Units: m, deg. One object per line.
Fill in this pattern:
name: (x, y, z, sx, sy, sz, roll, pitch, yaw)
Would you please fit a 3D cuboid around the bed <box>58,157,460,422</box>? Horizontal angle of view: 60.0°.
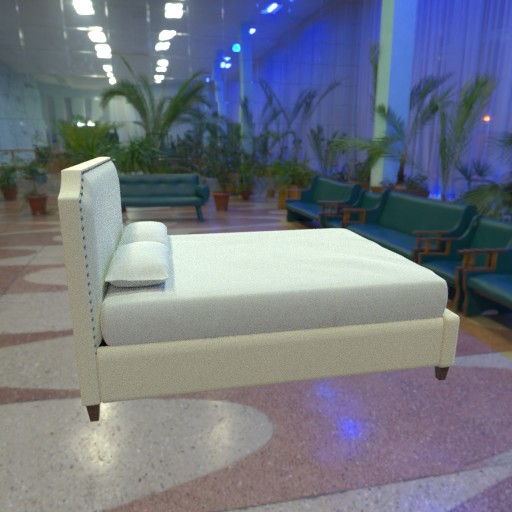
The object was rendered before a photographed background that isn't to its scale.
bed: (0.000, 0.000, 3.338, 2.329, 1.415, 1.703, -3, 16, -11)
